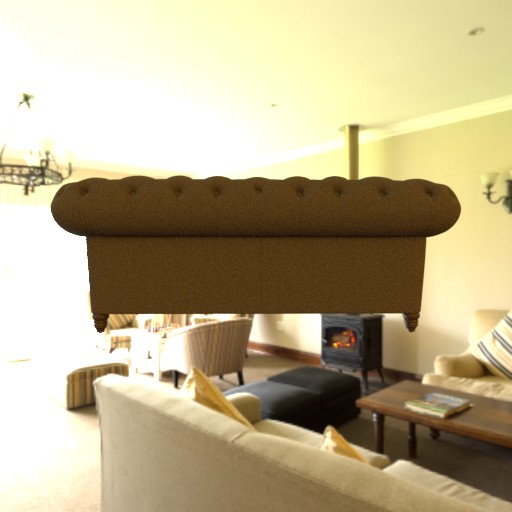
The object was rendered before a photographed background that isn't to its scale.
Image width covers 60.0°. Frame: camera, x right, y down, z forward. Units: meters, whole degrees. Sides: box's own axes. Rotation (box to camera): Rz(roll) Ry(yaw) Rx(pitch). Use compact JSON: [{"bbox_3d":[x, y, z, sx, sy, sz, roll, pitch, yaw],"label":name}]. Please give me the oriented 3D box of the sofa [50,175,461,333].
[{"bbox_3d":[0.000,0.000,2.483,1.998,0.764,0.986,0,0,-1],"label":"sofa"}]
